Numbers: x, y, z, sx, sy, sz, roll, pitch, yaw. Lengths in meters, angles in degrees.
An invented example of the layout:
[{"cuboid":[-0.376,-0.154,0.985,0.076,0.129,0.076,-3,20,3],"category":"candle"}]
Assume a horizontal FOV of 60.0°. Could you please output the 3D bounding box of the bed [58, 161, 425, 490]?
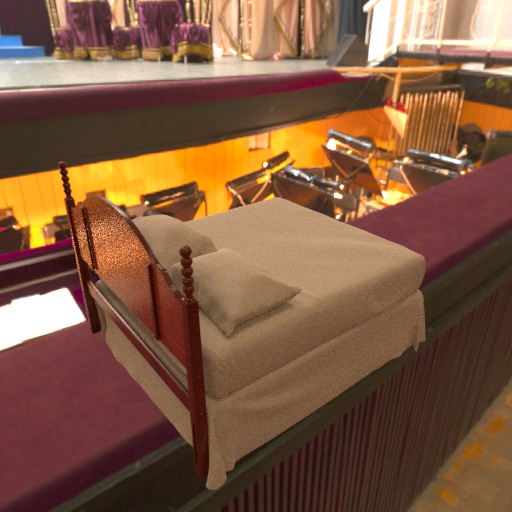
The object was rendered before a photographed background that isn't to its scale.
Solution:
[{"cuboid":[0.000,0.000,3.172,2.040,1.356,1.873,-20,33,-33],"category":"bed"}]
